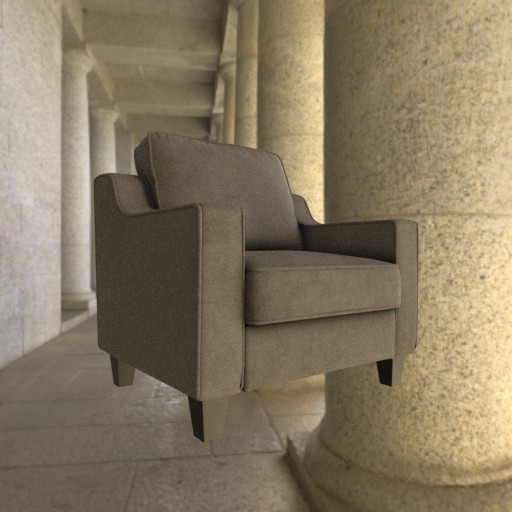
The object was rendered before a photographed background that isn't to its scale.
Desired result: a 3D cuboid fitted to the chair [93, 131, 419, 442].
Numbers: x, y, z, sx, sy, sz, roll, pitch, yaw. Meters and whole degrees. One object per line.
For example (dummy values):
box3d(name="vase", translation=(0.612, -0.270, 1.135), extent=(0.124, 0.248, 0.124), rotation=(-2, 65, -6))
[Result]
box3d(name="chair", translation=(0.000, 0.000, 1.636), extent=(0.926, 0.944, 0.840), rotation=(0, 0, -37))
